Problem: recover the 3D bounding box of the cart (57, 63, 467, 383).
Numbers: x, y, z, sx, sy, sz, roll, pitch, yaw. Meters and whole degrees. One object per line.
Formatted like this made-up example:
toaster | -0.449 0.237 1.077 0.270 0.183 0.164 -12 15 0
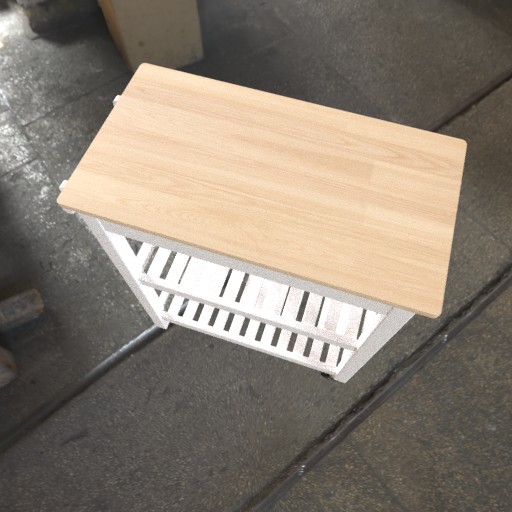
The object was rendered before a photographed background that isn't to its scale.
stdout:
cart | 0.000 0.000 1.425 0.899 0.927 0.457 16 65 8
